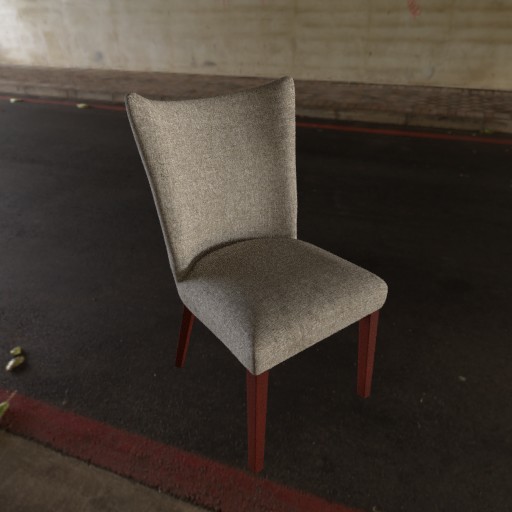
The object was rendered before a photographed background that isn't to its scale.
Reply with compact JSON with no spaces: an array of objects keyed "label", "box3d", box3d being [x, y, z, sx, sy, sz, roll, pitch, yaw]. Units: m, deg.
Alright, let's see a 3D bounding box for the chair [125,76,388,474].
[{"label":"chair","box3d":[0.000,0.000,1.312,0.535,0.924,0.623,-20,35,-32]}]
